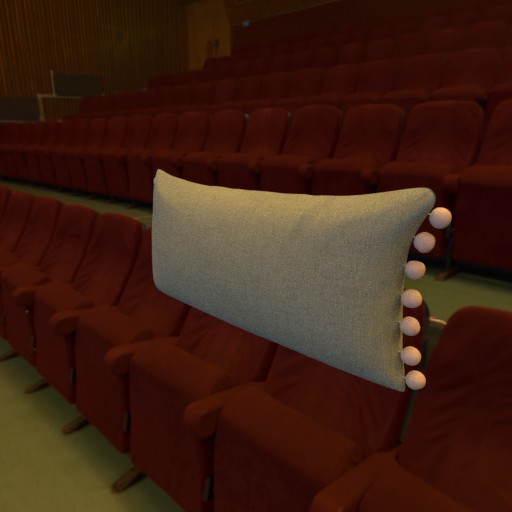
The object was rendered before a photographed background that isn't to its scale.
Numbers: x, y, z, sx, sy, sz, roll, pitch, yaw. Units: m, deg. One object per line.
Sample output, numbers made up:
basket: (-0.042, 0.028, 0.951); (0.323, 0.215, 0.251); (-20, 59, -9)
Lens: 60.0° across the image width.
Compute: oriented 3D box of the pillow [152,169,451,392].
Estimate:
pillow: (0.000, 0.000, 0.864); (0.709, 0.322, 0.201); (15, 22, 42)
